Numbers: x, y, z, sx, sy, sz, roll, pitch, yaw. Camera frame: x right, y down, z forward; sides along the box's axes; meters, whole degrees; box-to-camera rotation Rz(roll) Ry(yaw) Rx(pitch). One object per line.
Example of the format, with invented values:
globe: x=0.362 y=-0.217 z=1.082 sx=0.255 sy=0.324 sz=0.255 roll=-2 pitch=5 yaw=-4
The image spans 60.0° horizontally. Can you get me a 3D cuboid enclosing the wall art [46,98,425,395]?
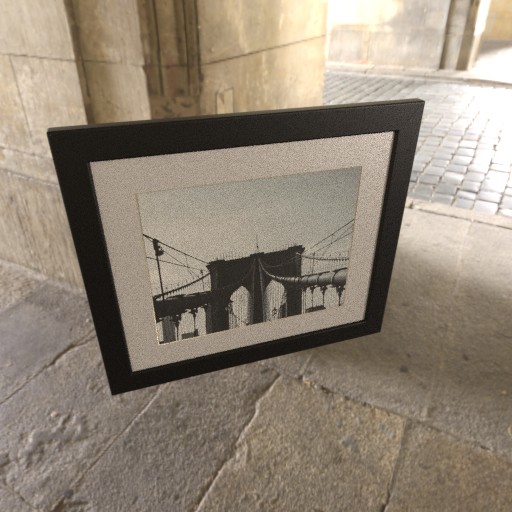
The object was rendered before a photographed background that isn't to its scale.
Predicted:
wall art: x=0.000 y=0.000 z=0.711 sx=0.521 sy=0.450 sz=0.018 roll=-10 pitch=33 yaw=-15
